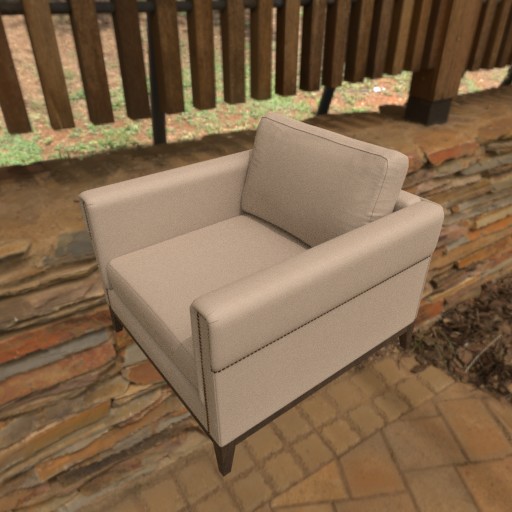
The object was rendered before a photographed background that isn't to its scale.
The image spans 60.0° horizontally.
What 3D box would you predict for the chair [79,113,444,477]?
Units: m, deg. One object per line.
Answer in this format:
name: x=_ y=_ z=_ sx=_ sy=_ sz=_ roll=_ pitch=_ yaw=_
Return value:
chair: x=0.000 y=0.000 z=1.685 sx=0.959 sy=0.838 sz=0.914 roll=-22 pitch=38 yaw=-31
